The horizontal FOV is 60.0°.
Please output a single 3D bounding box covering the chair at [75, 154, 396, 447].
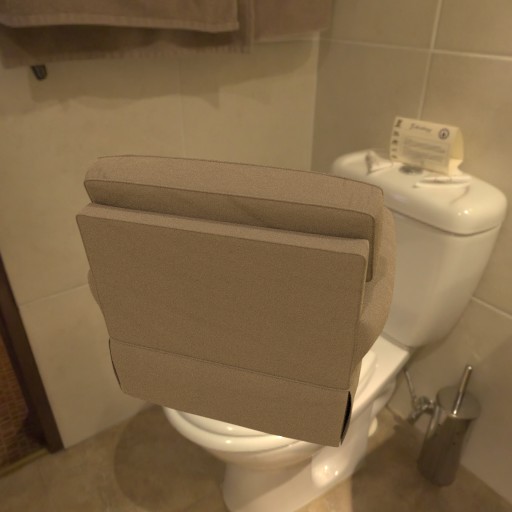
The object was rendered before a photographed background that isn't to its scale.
[{"bbox_3d":[0.000,0.000,1.890,1.135,1.017,0.988,9,32,14],"label":"chair"}]
